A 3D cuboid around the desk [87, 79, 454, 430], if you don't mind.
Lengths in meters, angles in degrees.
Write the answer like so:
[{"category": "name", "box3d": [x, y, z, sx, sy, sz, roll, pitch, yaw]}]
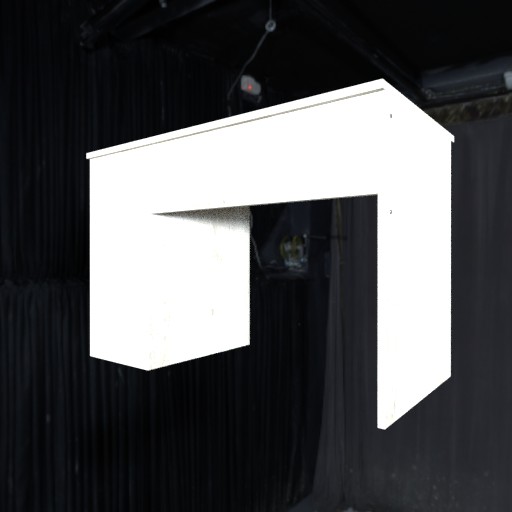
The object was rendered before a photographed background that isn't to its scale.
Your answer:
[{"category": "desk", "box3d": [0.000, 0.000, 1.466, 1.096, 0.730, 0.560, 0, 0, 38]}]
